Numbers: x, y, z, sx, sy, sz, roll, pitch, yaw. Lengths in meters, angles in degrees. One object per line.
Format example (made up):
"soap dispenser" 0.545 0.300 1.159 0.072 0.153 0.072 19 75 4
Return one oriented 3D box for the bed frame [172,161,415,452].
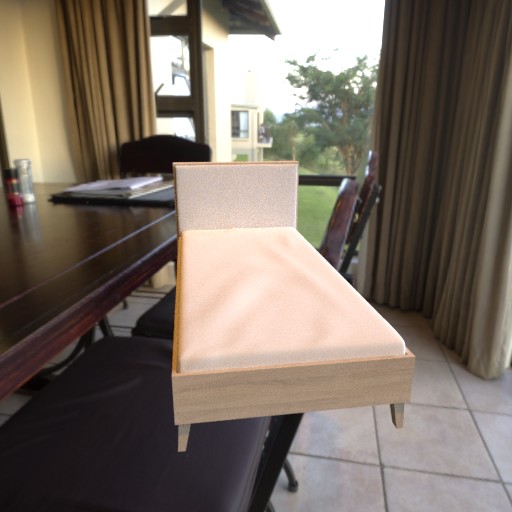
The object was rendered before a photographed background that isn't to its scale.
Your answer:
"bed frame" 0.000 0.000 2.670 0.990 0.920 2.140 -3 17 -8
